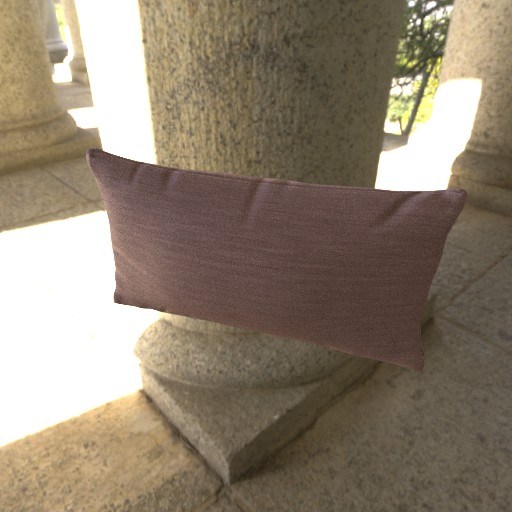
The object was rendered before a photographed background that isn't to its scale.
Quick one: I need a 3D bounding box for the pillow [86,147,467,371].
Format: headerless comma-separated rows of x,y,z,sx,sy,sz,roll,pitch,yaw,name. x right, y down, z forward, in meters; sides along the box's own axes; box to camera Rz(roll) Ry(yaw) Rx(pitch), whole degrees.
0.000,0.000,0.794,0.633,0.338,0.210,10,32,15,pillow
